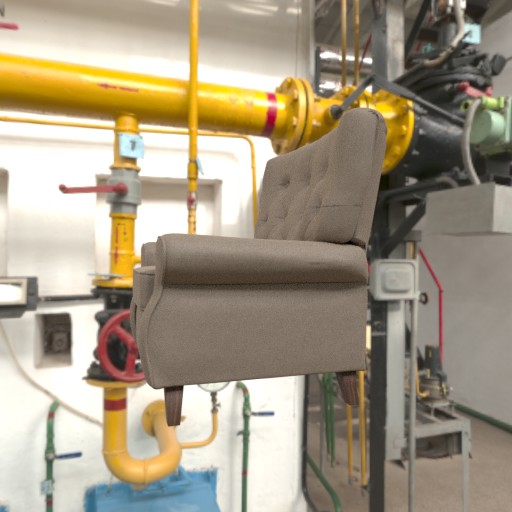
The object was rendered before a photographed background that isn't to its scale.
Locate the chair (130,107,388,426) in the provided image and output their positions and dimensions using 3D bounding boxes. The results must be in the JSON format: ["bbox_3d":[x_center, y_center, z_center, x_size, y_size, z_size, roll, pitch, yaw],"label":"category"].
[{"bbox_3d":[0.000,0.000,1.945,1.041,1.138,0.999,0,0,-18],"label":"chair"}]
